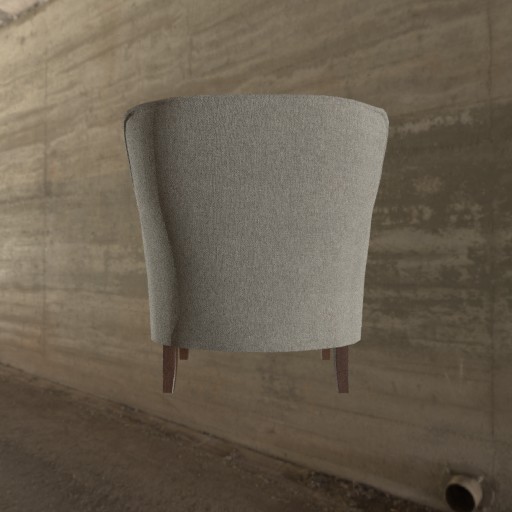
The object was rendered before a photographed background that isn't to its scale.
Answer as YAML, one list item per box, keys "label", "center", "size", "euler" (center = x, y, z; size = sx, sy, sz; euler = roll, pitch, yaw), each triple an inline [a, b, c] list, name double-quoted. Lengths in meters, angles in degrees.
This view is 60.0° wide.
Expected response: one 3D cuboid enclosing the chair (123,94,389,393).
- label: "chair"
  center: [0.000, 0.000, 1.624]
  size: [0.820, 0.920, 0.910]
  euler: [0, -1, 0]
